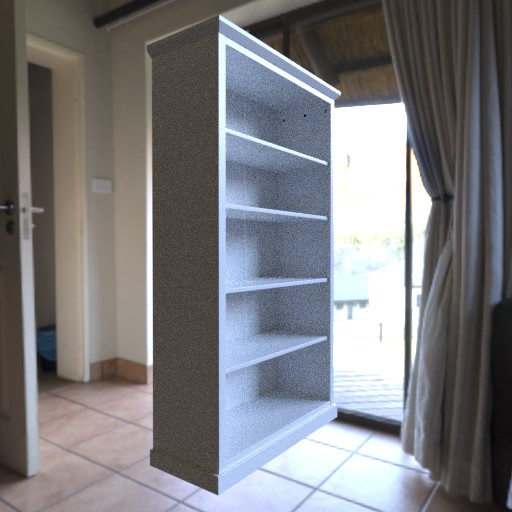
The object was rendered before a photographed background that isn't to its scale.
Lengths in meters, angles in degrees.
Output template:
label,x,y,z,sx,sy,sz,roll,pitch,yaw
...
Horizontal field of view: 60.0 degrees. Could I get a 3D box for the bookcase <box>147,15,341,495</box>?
label,x,y,z,sx,sy,sz,roll,pitch,yaw
bookcase,0.000,0.000,2.273,0.432,1.880,1.050,1,1,37
